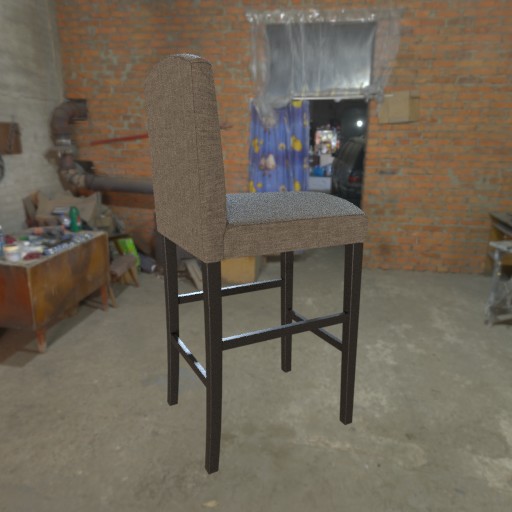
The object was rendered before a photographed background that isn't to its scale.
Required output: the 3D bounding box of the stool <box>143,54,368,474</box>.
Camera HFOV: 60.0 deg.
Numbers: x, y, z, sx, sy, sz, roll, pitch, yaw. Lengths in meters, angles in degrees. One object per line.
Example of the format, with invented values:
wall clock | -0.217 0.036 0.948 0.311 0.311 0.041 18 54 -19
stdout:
stool | 0.000 0.000 1.416 0.552 1.138 0.451 -8 17 -26
